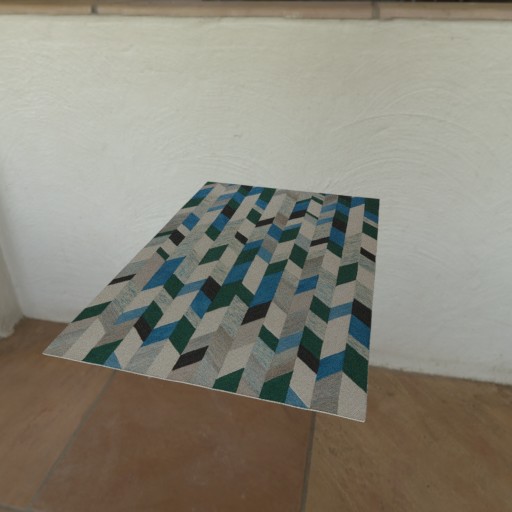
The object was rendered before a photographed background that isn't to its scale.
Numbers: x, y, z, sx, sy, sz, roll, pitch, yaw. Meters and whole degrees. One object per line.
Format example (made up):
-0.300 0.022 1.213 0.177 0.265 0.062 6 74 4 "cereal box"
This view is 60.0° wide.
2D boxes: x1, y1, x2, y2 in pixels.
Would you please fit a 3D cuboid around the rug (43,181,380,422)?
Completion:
0.000 0.000 2.332 1.229 0.005 1.827 8 32 13 "rug"
